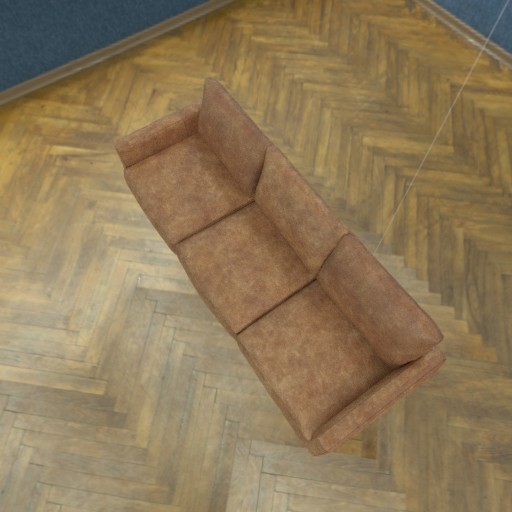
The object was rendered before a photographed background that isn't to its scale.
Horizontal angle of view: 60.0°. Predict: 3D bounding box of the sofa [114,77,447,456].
[{"bbox_3d":[0.000,0.000,2.441,0.748,0.863,2.029,-31,68,-15],"label":"sofa"}]
